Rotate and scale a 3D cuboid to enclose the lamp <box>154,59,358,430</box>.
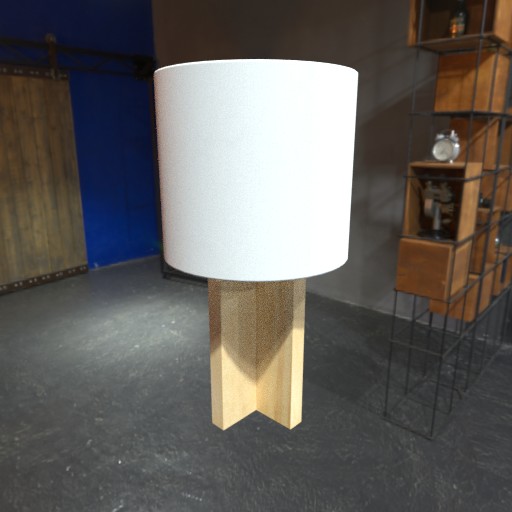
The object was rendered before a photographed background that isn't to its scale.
[{"bbox_3d":[0.000,0.000,0.563,0.229,0.428,0.229,14,21,42],"label":"lamp"}]
